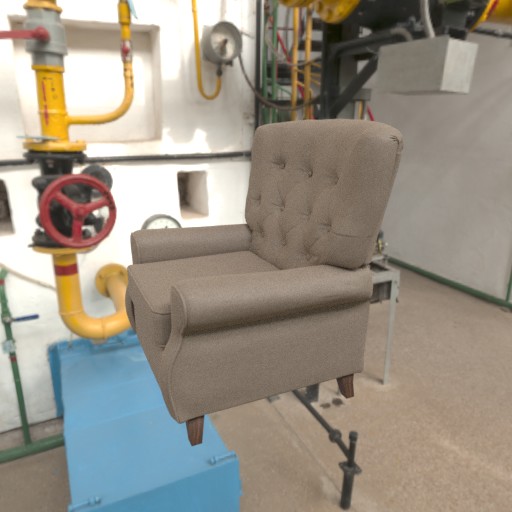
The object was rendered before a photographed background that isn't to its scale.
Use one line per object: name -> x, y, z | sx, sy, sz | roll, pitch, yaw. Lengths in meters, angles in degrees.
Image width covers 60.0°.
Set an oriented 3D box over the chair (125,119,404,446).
chair -> 0.000, 0.000, 1.924 | 1.041, 1.138, 0.999 | -8, 19, -23
